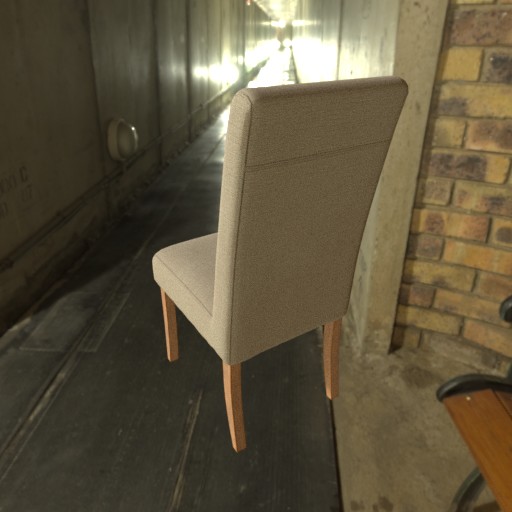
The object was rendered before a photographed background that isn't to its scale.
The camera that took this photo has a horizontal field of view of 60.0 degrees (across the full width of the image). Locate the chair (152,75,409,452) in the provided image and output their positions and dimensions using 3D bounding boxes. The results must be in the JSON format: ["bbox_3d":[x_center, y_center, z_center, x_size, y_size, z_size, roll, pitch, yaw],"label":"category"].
[{"bbox_3d":[0.000,0.000,1.334,0.450,1.033,0.611,-17,32,-29],"label":"chair"}]
